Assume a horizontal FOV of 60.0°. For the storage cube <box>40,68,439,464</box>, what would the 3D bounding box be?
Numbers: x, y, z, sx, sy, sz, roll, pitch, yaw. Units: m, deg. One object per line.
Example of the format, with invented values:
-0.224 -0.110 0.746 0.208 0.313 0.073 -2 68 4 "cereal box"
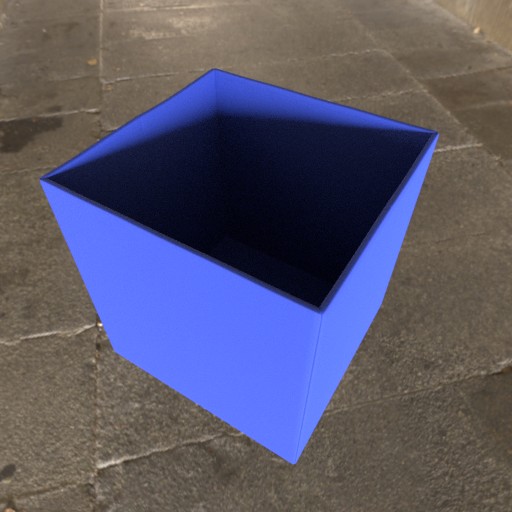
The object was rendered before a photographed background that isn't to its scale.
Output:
0.000 0.000 0.502 0.270 0.280 0.270 24 51 21 "storage cube"
